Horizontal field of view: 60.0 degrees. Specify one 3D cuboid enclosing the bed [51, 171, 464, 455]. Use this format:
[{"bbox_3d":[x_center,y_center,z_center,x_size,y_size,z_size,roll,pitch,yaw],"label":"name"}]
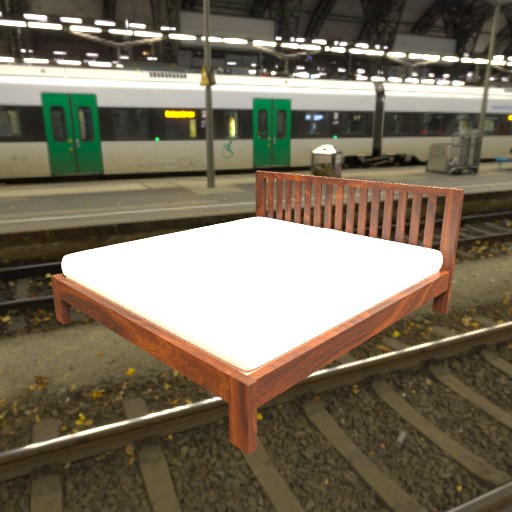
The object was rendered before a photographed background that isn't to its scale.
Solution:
[{"bbox_3d":[0.000,0.000,3.025,1.905,0.890,2.030,15,22,42],"label":"bed"}]
